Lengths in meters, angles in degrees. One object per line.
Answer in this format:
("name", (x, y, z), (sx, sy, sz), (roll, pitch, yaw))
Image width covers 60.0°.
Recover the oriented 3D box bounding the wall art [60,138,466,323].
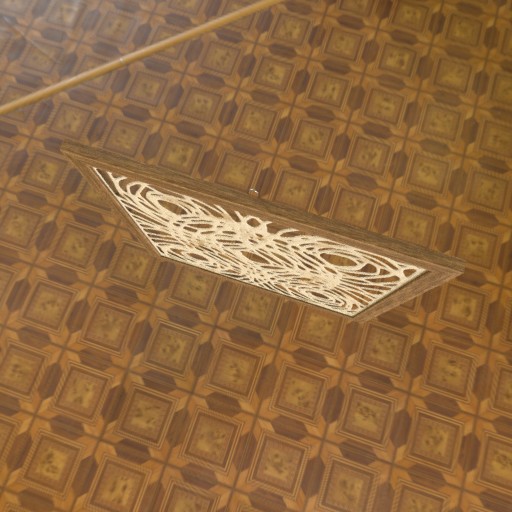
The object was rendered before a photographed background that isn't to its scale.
("wall art", (0.000, 0.000, 0.849), (0.561, 0.576, 0.021), (17, 76, 5))
